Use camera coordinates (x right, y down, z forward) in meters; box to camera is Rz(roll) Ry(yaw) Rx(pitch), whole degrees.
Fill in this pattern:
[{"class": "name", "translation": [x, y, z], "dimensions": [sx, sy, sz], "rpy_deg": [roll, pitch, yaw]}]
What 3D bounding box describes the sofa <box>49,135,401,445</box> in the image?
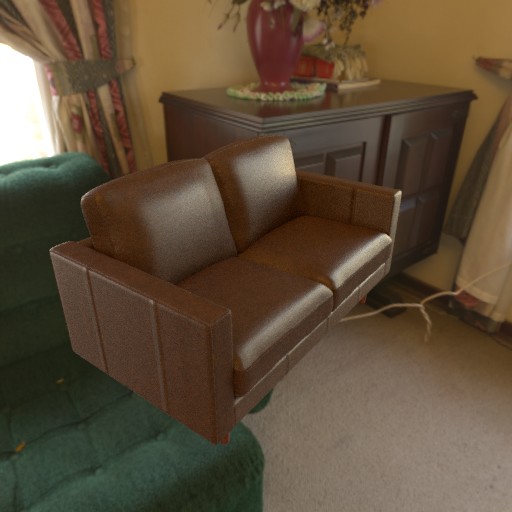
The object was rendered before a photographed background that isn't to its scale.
[{"class": "sofa", "translation": [0.000, 0.000, 2.195], "dimensions": [0.909, 0.951, 1.578], "rpy_deg": [19, 32, 32]}]
